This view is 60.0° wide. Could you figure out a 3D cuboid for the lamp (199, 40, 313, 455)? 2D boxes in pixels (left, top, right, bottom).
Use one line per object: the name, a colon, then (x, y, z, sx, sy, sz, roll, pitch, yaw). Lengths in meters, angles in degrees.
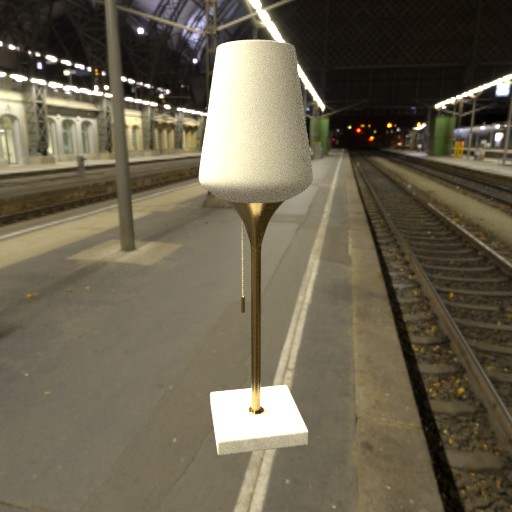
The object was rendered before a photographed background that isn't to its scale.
lamp: (0.000, 0.000, 0.740, 0.181, 0.639, 0.181, -3, 15, -10)
